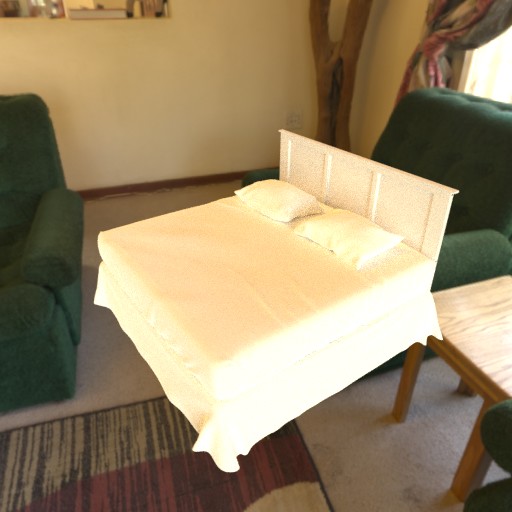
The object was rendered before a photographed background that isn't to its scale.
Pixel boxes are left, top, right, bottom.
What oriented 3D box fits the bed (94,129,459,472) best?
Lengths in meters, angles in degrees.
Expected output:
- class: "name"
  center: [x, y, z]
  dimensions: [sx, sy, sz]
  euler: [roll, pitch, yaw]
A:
- class: "bed"
  center: [0.000, 0.000, 3.599]
  dimensions: [2.215, 1.273, 2.317]
  euler: [-20, 36, -30]
